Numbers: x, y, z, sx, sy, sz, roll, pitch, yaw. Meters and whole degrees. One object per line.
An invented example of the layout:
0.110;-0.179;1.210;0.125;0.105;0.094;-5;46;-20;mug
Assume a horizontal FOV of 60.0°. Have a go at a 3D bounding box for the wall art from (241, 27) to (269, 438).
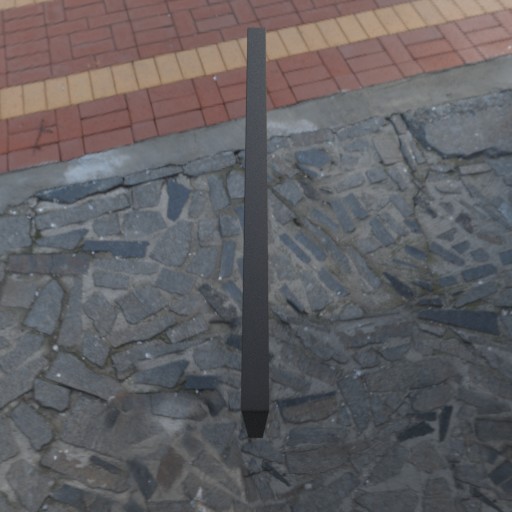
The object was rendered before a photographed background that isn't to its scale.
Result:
0.000;0.000;0.766;0.029;0.458;0.559;0;65;0;wall art
